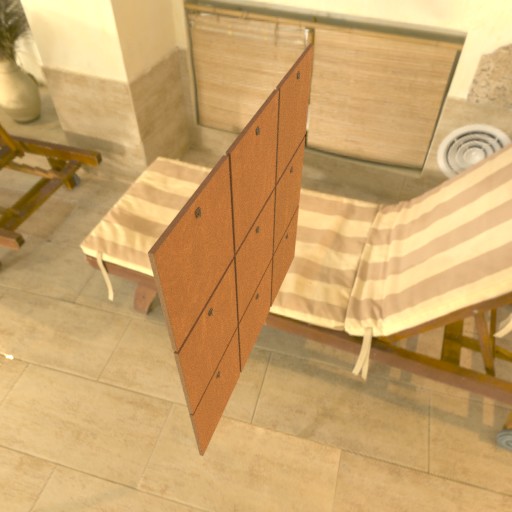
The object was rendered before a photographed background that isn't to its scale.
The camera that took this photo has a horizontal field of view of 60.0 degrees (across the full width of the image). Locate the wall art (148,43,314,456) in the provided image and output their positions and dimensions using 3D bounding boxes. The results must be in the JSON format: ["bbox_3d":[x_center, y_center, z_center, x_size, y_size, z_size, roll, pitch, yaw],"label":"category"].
[{"bbox_3d":[0.000,0.000,1.339,0.018,0.913,0.915,16,49,15],"label":"wall art"}]
